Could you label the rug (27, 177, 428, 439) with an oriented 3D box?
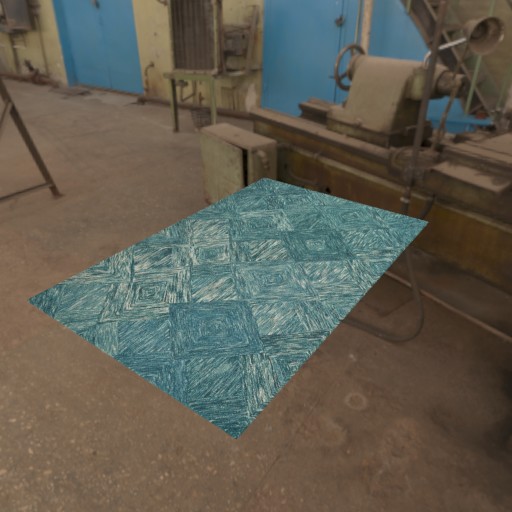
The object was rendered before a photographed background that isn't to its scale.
[{"bbox_3d":[0.000,0.000,2.871,1.490,0.015,2.277,21,37,30],"label":"rug"}]
